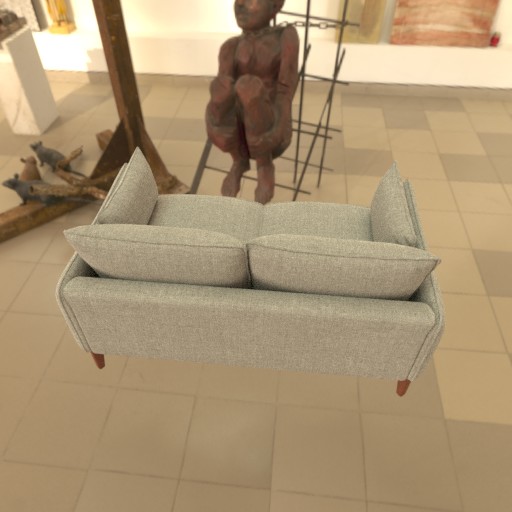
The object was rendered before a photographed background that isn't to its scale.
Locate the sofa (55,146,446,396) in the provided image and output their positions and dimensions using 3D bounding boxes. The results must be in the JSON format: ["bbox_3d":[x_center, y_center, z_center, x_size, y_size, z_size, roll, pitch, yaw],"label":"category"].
[{"bbox_3d":[0.000,0.000,2.148,1.580,0.851,0.972,4,45,4],"label":"sofa"}]
